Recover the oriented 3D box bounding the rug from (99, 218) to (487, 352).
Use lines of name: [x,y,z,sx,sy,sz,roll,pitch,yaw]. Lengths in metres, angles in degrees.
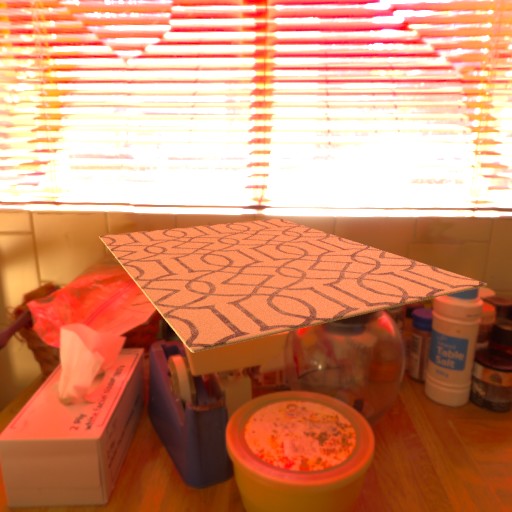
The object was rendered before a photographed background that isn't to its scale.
rug: [0.000,0.000,3.899,2.211,0.021,2.910,-8,17,-26]
